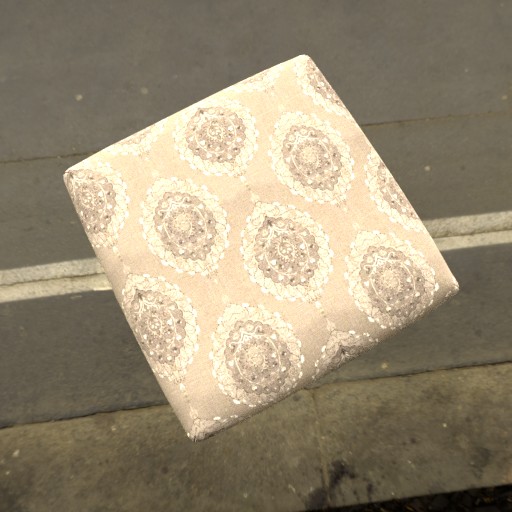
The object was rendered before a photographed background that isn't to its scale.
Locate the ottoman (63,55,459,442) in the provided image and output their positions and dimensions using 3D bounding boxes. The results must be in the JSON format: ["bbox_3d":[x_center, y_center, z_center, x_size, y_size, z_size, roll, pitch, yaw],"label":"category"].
[{"bbox_3d":[0.000,0.000,0.909,0.497,0.473,0.507,-28,79,-6],"label":"ottoman"}]
